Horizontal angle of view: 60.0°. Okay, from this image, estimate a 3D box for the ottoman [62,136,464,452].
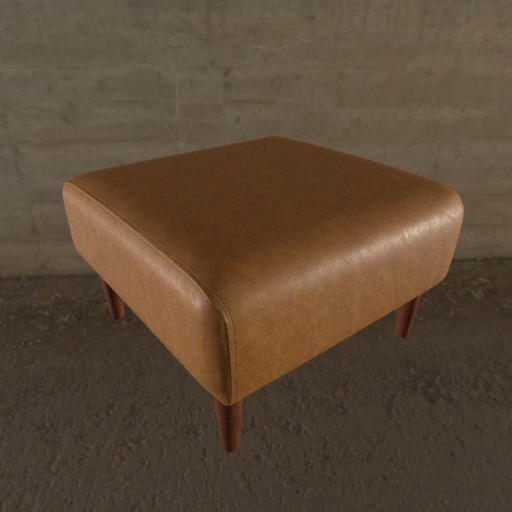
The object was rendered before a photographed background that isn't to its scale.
[{"bbox_3d":[0.000,0.000,1.032,0.650,0.399,0.650,-21,35,-33],"label":"ottoman"}]
